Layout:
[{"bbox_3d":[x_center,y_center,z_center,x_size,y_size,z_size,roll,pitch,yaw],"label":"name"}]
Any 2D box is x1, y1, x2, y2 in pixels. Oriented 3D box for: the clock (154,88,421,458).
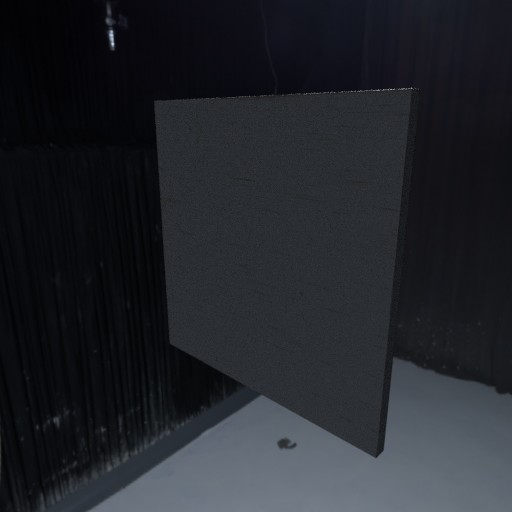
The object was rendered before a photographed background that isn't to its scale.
[{"bbox_3d":[0.000,0.000,1.041,0.705,0.705,0.032,16,23,41],"label":"clock"}]
